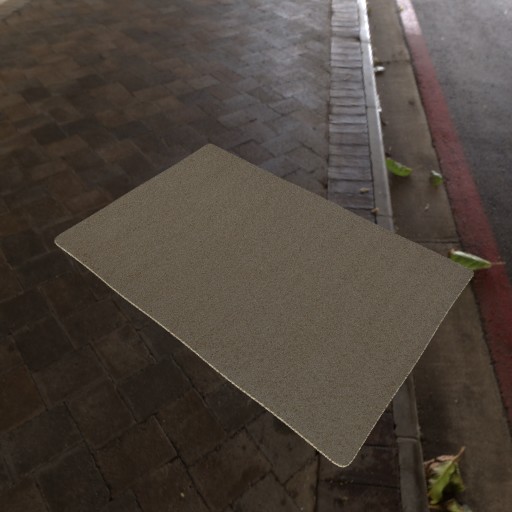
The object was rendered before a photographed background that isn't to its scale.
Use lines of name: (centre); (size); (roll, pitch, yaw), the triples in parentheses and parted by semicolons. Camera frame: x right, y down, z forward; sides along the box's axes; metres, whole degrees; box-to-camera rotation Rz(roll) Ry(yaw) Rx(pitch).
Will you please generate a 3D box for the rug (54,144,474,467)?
rug: (0.000, 0.000, 3.379); (2.698, 0.025, 1.798); (31, 54, 26)
